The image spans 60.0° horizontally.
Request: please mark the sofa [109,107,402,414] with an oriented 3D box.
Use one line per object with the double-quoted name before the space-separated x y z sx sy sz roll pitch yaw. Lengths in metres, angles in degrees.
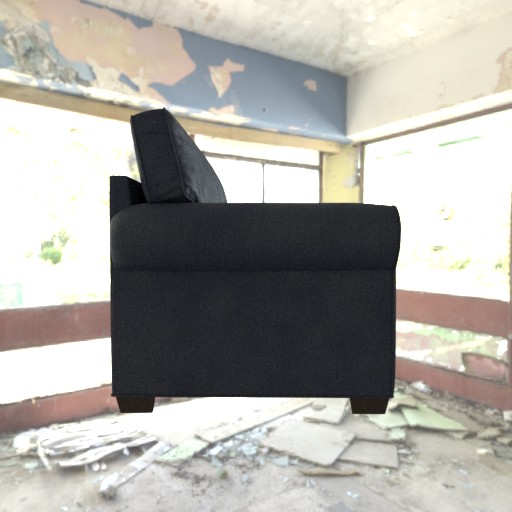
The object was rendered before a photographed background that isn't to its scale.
"sofa" 0.000 0.000 2.041 0.938 1.004 1.405 0 2 1
